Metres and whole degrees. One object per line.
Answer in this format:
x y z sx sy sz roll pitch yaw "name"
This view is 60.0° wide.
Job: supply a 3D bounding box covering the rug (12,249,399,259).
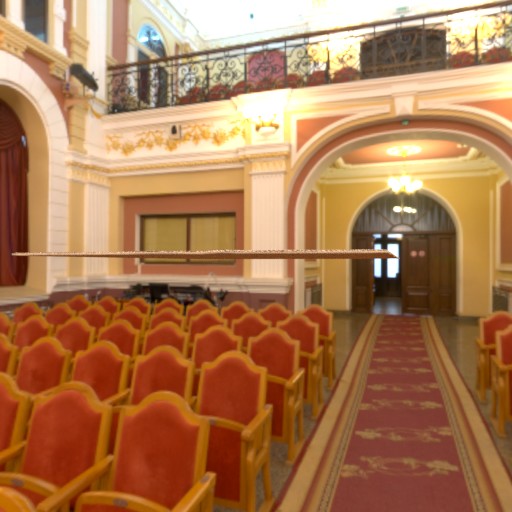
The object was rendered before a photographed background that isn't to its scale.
0.000 0.000 4.013 2.429 0.030 3.052 0 -1 19 "rug"
